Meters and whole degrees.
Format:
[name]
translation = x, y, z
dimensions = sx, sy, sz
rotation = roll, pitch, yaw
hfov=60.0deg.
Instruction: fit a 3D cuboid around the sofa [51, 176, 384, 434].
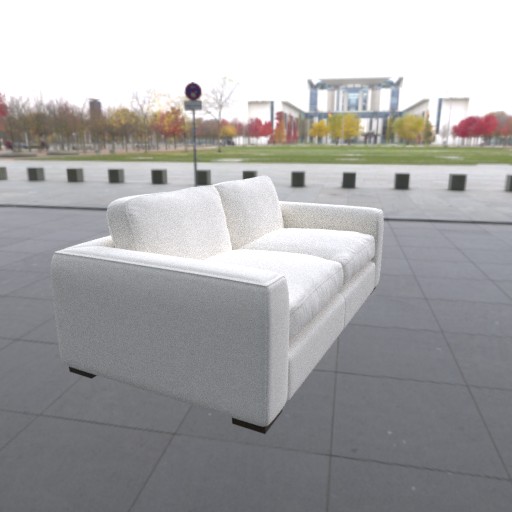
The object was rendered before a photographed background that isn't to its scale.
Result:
[sofa]
translation = 0.000, 0.000, 2.526
dimensions = 1.069, 0.801, 1.920
rotation = 7, 16, 26
